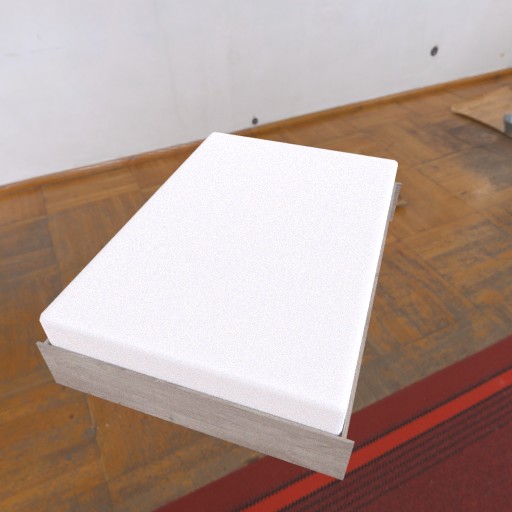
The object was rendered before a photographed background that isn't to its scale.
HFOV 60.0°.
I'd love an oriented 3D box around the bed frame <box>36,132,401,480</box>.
[{"bbox_3d":[0.000,0.000,2.575,1.445,0.497,1.945,13,43,14],"label":"bed frame"}]
